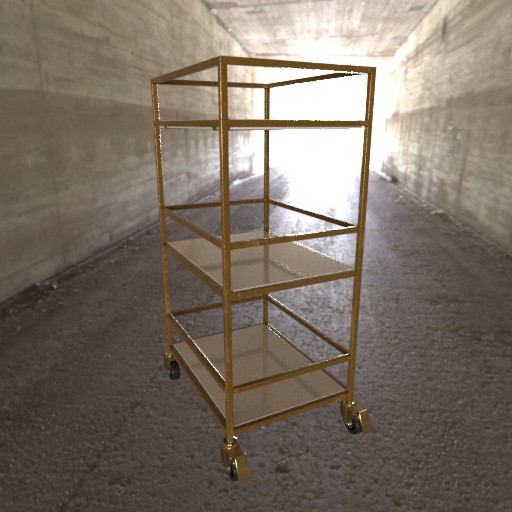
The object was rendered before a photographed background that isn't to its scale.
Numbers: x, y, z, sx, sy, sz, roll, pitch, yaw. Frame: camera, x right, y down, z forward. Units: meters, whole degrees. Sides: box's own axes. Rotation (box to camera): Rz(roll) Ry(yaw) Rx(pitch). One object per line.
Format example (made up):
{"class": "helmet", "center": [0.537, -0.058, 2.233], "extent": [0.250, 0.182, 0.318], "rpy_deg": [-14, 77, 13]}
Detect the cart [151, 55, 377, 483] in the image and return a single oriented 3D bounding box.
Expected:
{"class": "cart", "center": [0.000, 0.000, 0.989], "extent": [0.332, 0.761, 0.483], "rpy_deg": [-8, 19, -26]}
